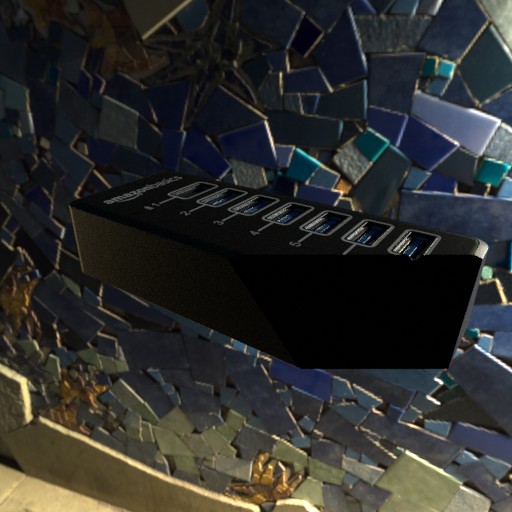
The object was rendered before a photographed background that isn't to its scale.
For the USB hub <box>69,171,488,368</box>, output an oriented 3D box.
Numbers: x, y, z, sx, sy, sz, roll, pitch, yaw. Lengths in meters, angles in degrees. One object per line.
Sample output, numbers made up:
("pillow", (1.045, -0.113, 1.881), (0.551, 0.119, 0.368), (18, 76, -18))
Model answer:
("USB hub", (0.000, 0.000, 0.125), (0.110, 0.023, 0.044), (17, 32, 31))
